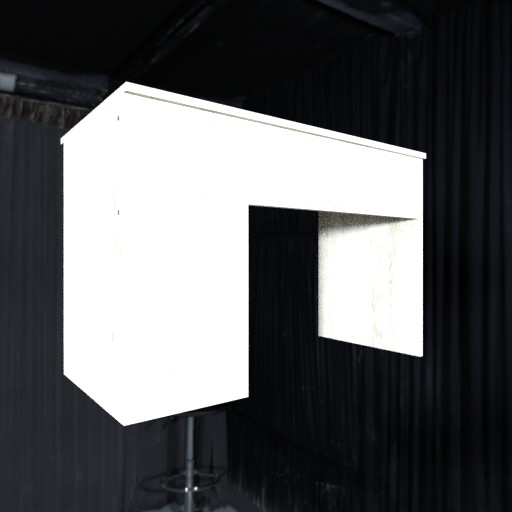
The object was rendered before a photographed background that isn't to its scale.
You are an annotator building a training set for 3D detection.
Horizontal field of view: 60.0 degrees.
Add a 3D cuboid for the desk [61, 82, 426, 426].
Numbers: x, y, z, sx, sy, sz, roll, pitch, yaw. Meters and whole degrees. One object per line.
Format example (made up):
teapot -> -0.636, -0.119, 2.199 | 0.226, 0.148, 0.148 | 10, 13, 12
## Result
desk -> 0.000, 0.000, 1.477 | 1.096, 0.730, 0.560 | 0, 0, -37
